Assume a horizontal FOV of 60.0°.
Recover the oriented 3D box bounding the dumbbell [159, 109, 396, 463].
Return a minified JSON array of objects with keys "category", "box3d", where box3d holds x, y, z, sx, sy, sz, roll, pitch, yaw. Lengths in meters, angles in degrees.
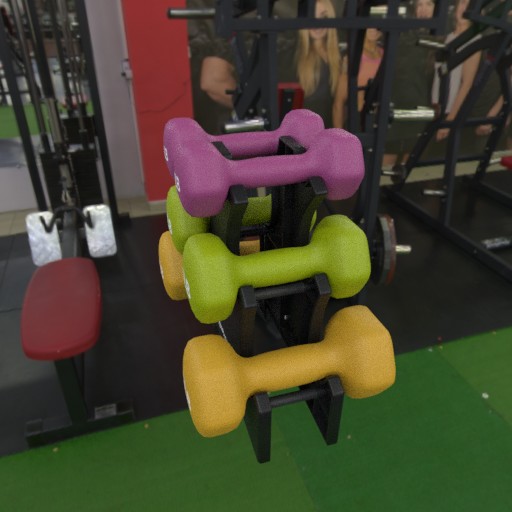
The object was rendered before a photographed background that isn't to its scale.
[{"category":"dumbbell","box3d":[0.000,0.000,0.465,0.190,0.271,0.300,-9,32,-14]}]
